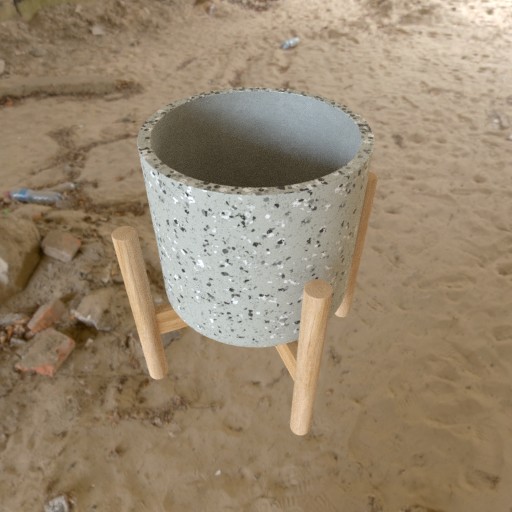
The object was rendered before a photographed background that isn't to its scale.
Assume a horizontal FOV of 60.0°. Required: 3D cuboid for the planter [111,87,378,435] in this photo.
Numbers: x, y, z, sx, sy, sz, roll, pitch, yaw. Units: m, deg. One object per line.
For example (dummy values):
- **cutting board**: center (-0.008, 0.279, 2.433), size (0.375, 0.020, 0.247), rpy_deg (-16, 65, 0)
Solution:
- **planter**: center (0.000, 0.000, 0.529), size (0.284, 0.320, 0.284), rpy_deg (0, 42, 0)
